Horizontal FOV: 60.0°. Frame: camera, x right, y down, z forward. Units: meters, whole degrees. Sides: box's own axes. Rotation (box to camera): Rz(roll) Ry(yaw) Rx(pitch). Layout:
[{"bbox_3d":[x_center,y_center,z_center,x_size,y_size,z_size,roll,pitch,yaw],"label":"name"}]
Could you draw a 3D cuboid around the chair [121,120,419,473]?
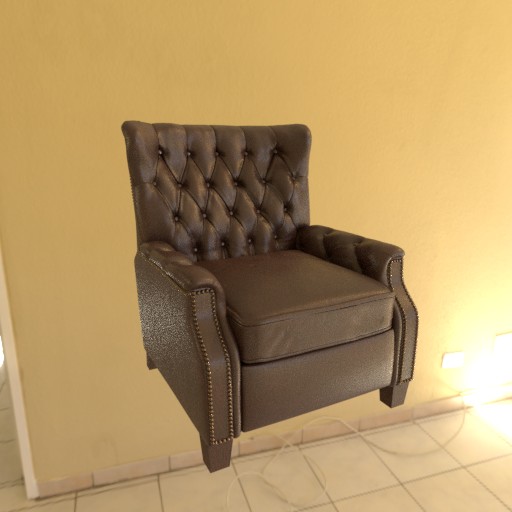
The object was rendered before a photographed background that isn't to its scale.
[{"bbox_3d":[0.000,0.000,1.455,0.709,0.864,0.823,-7,16,-27],"label":"chair"}]
